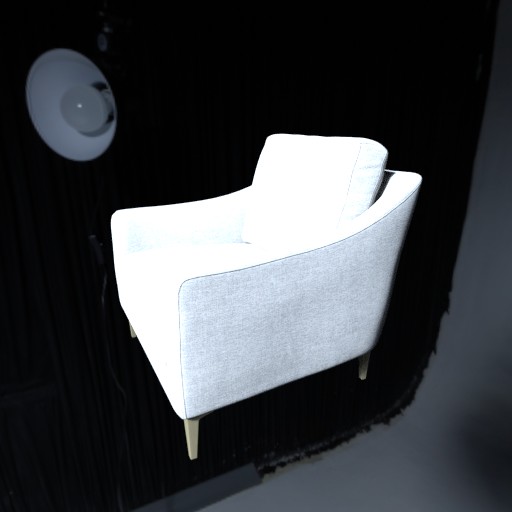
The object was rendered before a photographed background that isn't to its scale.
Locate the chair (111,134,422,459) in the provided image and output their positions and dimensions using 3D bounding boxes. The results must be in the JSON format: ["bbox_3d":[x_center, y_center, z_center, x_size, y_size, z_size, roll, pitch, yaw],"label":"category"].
[{"bbox_3d":[0.000,0.000,1.734,0.961,0.902,0.986,-8,19,-25],"label":"chair"}]
